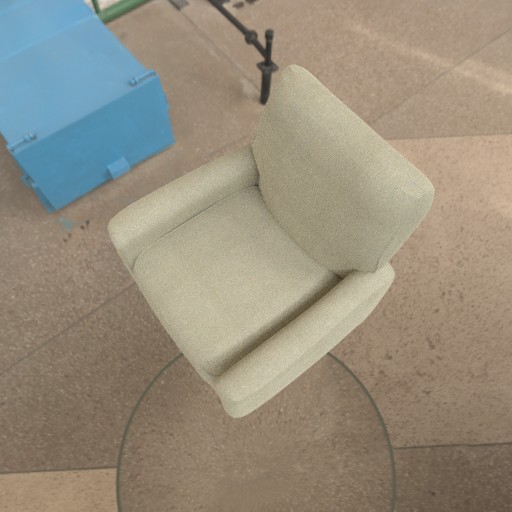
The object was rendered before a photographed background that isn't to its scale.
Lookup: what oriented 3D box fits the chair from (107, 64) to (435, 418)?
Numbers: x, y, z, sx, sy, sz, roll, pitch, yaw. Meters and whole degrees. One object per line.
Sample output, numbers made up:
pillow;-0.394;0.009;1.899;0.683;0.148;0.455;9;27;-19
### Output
chair;0.000;0.000;1.684;0.853;1.006;0.850;-35;70;-15
